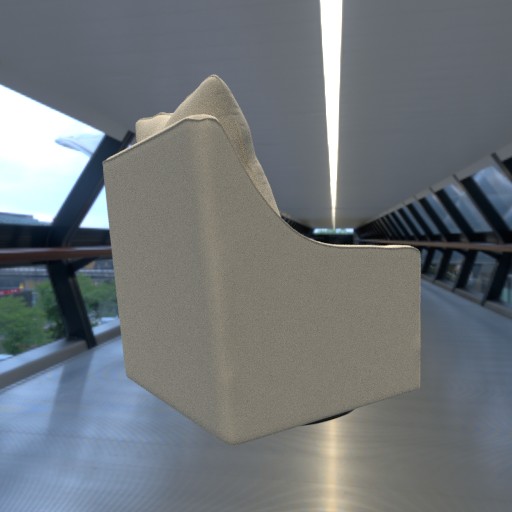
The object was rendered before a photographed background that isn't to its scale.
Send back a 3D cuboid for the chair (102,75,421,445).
[{"bbox_3d":[0.000,0.000,1.572,0.876,0.965,0.756,-1,1,-36],"label":"chair"}]
